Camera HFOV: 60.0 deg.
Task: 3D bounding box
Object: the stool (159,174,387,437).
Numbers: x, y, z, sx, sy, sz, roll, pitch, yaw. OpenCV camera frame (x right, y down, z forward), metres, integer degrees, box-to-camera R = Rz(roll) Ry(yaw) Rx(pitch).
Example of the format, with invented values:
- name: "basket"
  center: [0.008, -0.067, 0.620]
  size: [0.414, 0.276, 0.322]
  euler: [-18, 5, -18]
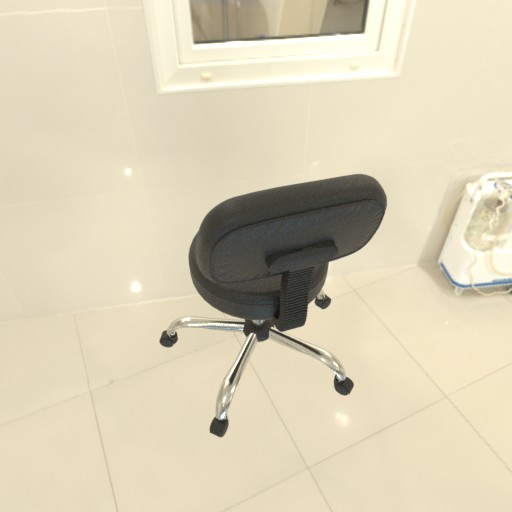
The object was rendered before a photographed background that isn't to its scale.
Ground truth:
- name: "stool"
  center: [0.000, 0.000, 1.334]
  size: [0.673, 0.862, 0.648]
  euler: [-13, 45, -13]
